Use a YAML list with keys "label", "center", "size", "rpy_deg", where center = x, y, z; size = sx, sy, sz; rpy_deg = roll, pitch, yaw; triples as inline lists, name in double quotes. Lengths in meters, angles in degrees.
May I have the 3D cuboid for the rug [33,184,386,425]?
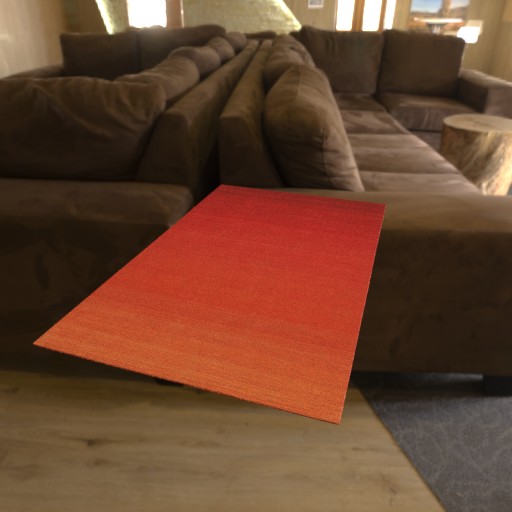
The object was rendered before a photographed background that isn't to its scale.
- label: "rug"
  center: [0.000, 0.000, 3.004]
  size: [1.531, 0.010, 2.442]
  rpy_deg: [9, 30, 16]
